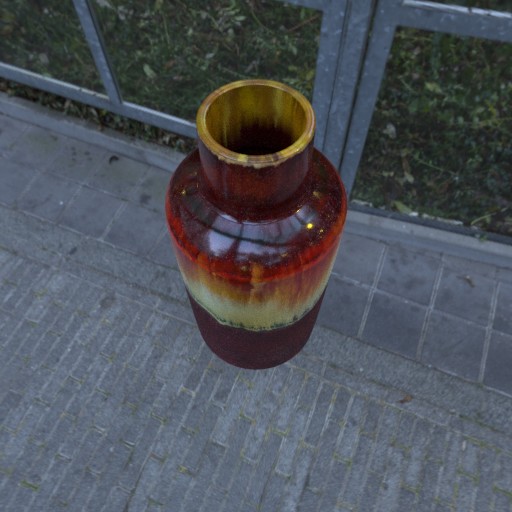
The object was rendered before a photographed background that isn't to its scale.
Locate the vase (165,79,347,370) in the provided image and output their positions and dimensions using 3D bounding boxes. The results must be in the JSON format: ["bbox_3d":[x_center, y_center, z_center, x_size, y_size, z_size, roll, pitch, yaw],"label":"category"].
[{"bbox_3d":[0.000,0.000,0.324,0.111,0.261,0.111,0,60,0],"label":"vase"}]
